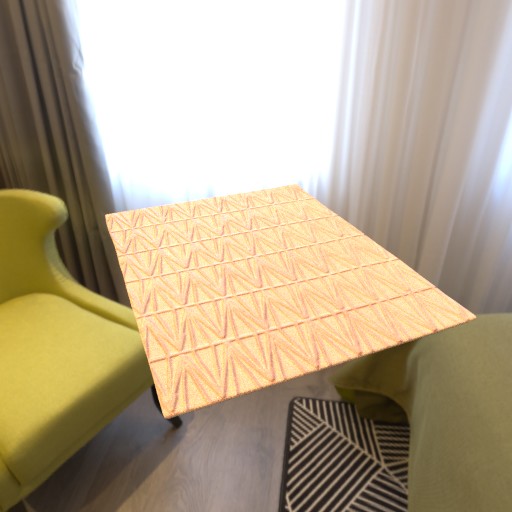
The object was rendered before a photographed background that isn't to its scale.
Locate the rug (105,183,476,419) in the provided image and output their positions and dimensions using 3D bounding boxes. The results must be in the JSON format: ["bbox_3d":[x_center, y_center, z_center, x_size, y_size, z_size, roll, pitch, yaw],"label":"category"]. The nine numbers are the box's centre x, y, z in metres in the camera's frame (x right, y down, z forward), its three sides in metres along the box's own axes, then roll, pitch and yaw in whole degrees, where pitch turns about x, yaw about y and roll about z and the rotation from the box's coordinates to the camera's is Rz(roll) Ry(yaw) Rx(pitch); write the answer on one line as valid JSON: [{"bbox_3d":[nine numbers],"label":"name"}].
[{"bbox_3d":[0.000,0.000,4.224,2.453,0.043,3.052,-12,33,-20],"label":"rug"}]
